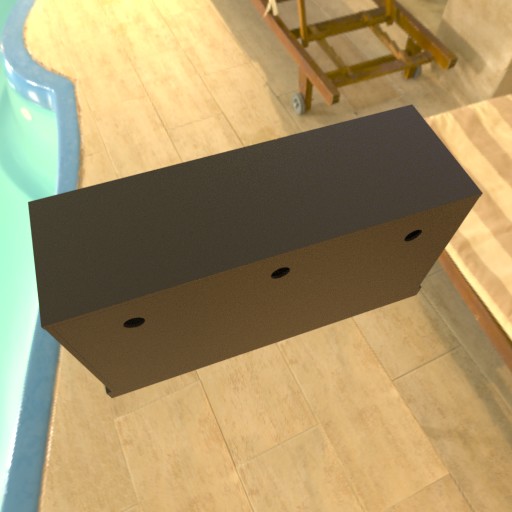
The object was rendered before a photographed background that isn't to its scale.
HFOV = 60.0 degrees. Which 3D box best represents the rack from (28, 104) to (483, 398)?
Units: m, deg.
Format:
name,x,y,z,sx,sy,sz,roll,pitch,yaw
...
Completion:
name,x,y,z,sx,sy,sz,roll,pitch,yaw
rack,0.000,0.000,1.478,1.206,0.635,0.399,-17,60,-10
